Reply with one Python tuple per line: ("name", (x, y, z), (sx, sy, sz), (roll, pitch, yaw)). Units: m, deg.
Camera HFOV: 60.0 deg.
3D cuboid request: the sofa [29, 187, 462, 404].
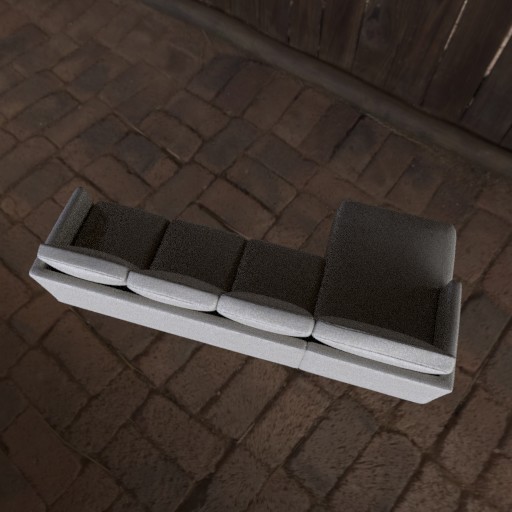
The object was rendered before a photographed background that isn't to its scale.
("sofa", (0.000, 0.000, 3.677), (3.201, 0.876, 1.502), (14, 65, 7))
